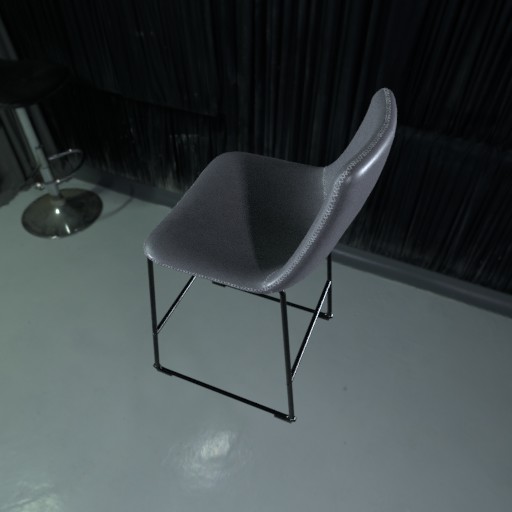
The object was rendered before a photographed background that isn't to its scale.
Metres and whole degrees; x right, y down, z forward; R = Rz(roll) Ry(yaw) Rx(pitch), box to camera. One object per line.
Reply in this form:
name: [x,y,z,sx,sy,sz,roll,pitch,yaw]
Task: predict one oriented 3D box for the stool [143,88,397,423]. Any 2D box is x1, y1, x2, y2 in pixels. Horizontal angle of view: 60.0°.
stool: [0.000,0.000,1.182,0.546,0.876,0.470,16,48,15]
